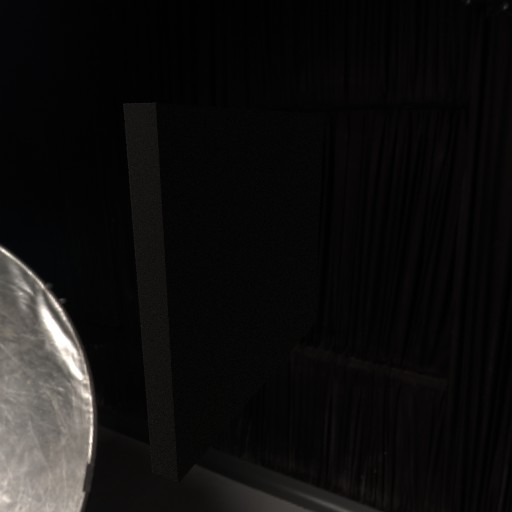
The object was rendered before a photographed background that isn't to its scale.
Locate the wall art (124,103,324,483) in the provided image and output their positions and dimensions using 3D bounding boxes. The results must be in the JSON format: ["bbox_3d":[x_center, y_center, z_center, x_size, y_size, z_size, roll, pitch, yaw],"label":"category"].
[{"bbox_3d":[0.000,0.000,0.530,0.031,0.330,0.381,8,18,25],"label":"wall art"}]
